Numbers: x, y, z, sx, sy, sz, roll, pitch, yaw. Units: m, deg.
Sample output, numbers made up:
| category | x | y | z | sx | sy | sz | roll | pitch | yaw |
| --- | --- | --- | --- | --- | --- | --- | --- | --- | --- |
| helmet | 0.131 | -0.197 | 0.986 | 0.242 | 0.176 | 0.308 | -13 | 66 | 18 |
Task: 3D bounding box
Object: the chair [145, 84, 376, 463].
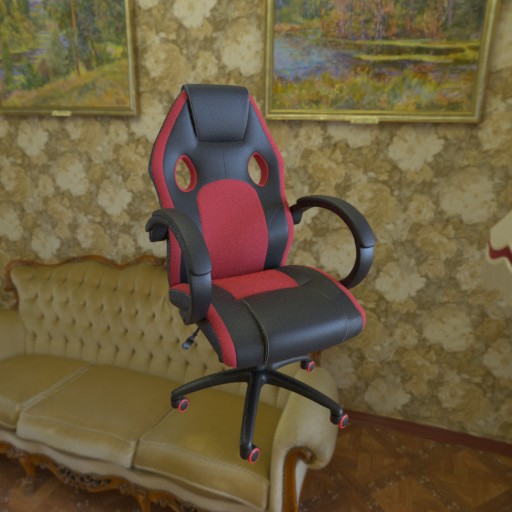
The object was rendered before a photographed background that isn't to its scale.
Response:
| category | x | y | z | sx | sy | sz | roll | pitch | yaw |
| --- | --- | --- | --- | --- | --- | --- | --- | --- | --- |
| chair | 0.000 | 0.000 | 1.578 | 0.673 | 1.187 | 0.724 | -9 | 19 | -27 |
